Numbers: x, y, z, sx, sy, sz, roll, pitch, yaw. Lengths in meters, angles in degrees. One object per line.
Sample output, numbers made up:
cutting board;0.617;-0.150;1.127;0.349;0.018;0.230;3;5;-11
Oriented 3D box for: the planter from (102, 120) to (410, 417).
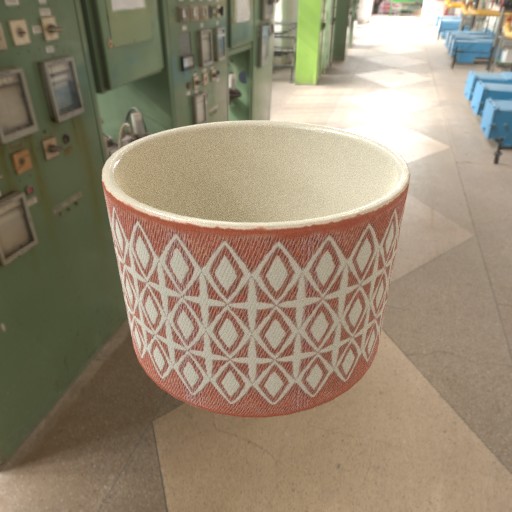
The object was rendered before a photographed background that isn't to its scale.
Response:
planter;0.000;0.000;0.325;0.192;0.148;0.192;0;31;0
